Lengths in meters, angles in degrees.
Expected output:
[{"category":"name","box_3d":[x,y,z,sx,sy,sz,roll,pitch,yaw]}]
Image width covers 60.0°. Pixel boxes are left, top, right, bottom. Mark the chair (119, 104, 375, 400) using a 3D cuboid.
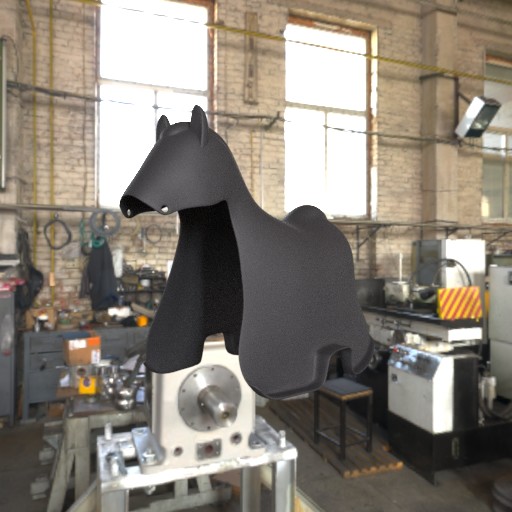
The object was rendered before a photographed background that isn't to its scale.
[{"category":"chair","box_3d":[0.000,0.000,1.143,0.429,0.612,0.800,0,-1,37]}]
